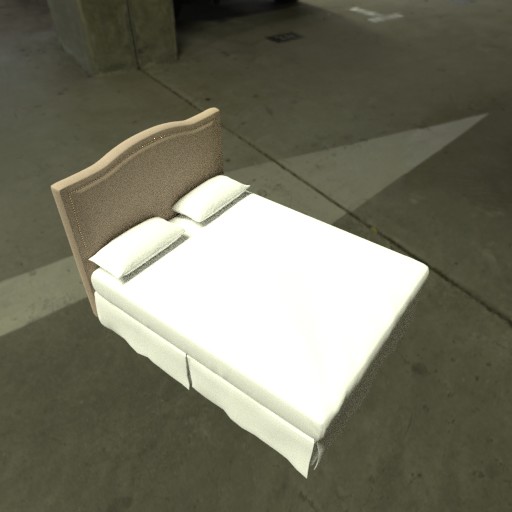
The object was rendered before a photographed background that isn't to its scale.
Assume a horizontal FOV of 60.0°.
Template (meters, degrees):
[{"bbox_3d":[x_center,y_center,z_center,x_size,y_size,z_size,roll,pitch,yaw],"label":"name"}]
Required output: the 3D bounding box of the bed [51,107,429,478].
[{"bbox_3d":[0.000,0.000,3.447,2.282,1.436,1.821,26,47,27],"label":"bed"}]
